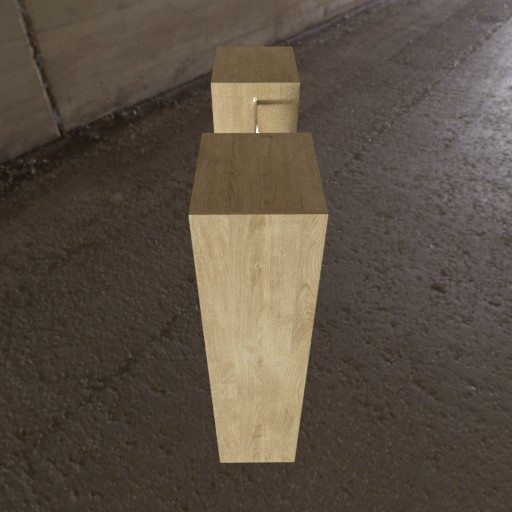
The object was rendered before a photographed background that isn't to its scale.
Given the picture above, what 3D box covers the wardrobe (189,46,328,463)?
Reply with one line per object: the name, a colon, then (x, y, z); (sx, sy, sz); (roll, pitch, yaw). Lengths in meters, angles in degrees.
wardrobe: (0.000, 0.000, 2.848); (0.480, 2.000, 1.770); (0, 42, 0)
